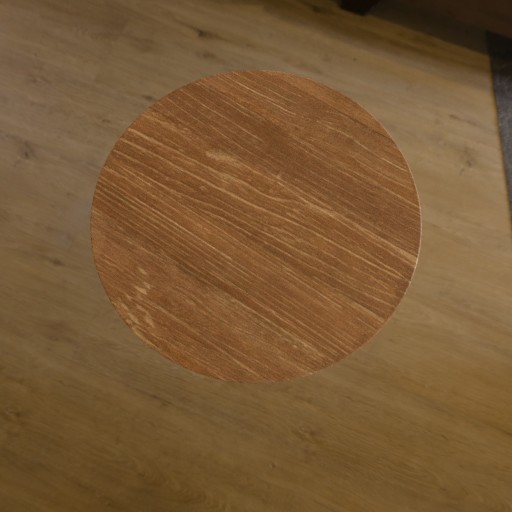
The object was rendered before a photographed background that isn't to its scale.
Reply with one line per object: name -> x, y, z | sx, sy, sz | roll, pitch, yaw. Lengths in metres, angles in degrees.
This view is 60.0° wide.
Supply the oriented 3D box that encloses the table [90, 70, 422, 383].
table -> 0.000, 0.000, 0.973 | 0.527, 0.551, 0.527 | 0, 75, 0
